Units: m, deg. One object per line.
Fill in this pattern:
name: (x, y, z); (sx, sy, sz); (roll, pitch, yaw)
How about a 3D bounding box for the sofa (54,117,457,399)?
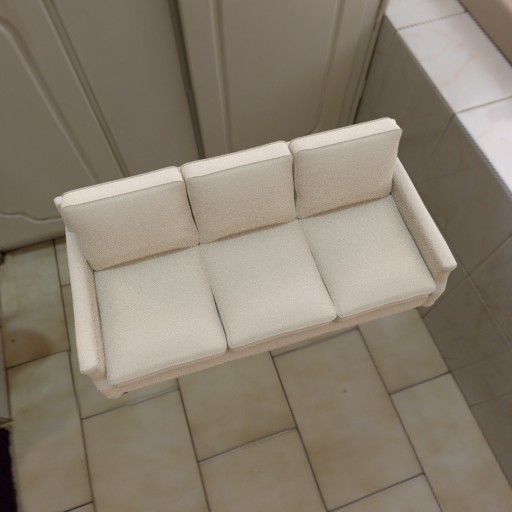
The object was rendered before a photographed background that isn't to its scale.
sofa: (0.000, 0.000, 2.810); (2.246, 1.003, 1.084); (-15, 65, -7)
